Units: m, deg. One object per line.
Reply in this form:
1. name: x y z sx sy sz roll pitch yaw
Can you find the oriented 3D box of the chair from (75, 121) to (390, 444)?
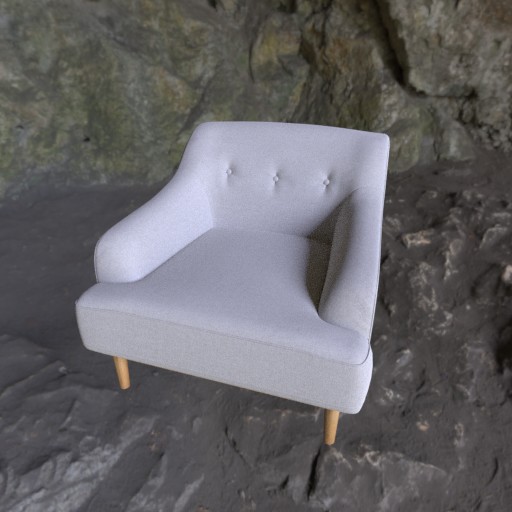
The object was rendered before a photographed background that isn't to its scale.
1. chair: 0.000 0.000 1.653 0.946 0.818 0.951 9 28 17
